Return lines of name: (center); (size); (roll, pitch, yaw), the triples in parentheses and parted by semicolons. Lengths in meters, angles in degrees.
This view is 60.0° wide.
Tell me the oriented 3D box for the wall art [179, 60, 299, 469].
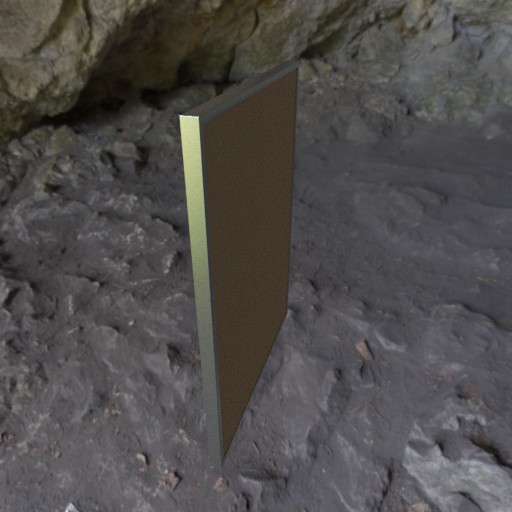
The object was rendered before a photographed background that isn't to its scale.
wall art: (0.000, 0.000, 1.424); (0.041, 1.062, 0.803); (10, 32, 15)
